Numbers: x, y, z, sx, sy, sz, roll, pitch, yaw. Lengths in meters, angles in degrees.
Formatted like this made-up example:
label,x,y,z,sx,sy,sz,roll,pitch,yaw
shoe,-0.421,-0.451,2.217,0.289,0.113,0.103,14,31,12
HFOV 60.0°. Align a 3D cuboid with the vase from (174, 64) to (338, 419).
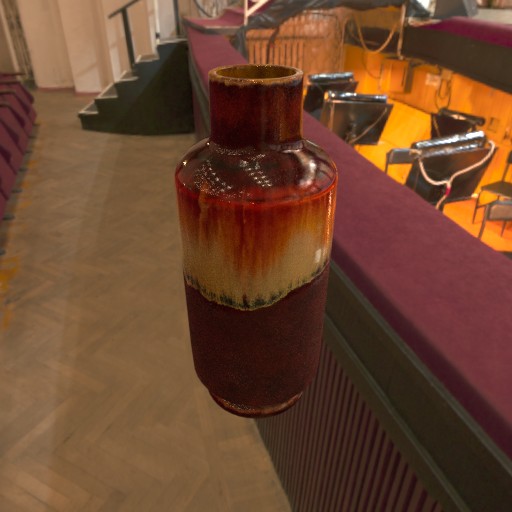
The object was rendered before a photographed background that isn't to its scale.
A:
label,x,y,z,sx,sy,sz,roll,pitch,yaw
vase,0.000,0.000,0.335,0.111,0.261,0.111,0,32,0
